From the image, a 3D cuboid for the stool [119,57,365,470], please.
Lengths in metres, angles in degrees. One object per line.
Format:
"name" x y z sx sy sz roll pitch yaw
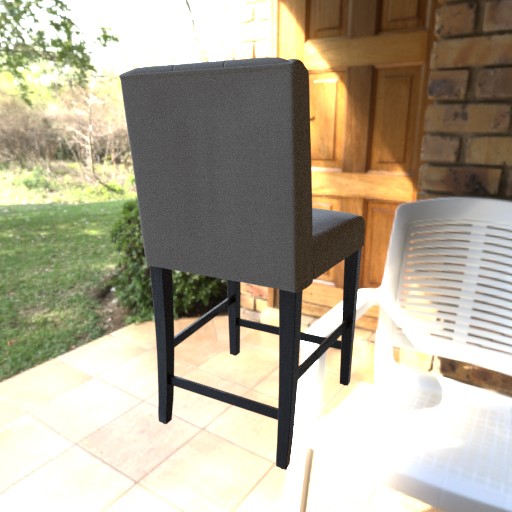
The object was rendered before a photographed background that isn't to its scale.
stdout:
"stool" 0.000 0.000 1.230 0.474 0.939 0.509 8 18 27
